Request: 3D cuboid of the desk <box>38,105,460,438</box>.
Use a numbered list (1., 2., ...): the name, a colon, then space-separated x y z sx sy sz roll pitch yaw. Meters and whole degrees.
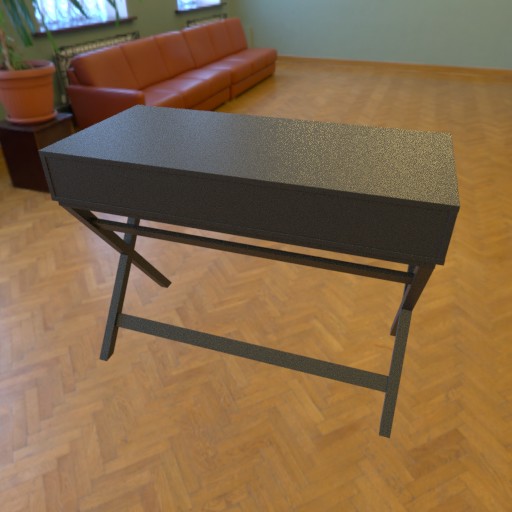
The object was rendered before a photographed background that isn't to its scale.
1. desk: 0.000 0.000 1.470 1.057 0.780 0.525 10 34 15
